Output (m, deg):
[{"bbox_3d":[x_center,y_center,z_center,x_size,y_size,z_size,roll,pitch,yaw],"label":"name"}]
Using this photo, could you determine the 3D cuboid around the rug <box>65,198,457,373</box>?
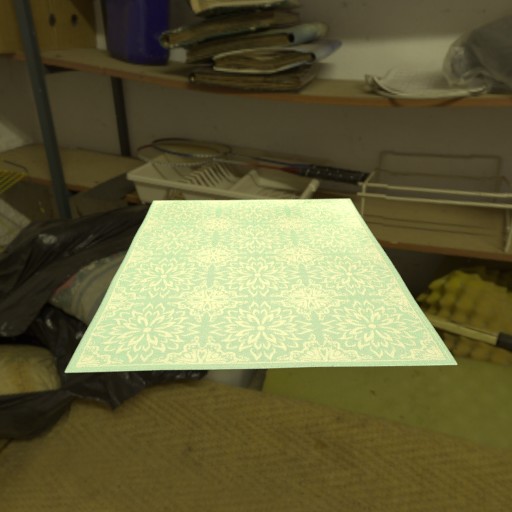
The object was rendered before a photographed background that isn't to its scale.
[{"bbox_3d":[0.000,0.000,3.987,2.363,0.012,2.980,-1,27,-2],"label":"rug"}]
